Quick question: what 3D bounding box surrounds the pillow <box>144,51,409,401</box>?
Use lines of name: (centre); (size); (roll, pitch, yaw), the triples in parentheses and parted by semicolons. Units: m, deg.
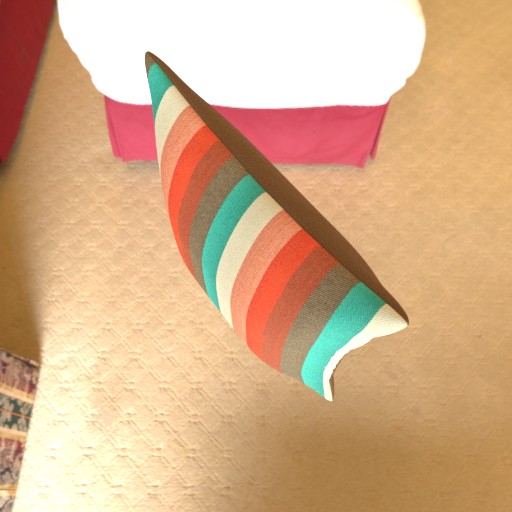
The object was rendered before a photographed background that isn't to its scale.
pillow: (0.000, 0.000, 0.673); (0.168, 0.443, 0.453); (-34, 68, -16)
